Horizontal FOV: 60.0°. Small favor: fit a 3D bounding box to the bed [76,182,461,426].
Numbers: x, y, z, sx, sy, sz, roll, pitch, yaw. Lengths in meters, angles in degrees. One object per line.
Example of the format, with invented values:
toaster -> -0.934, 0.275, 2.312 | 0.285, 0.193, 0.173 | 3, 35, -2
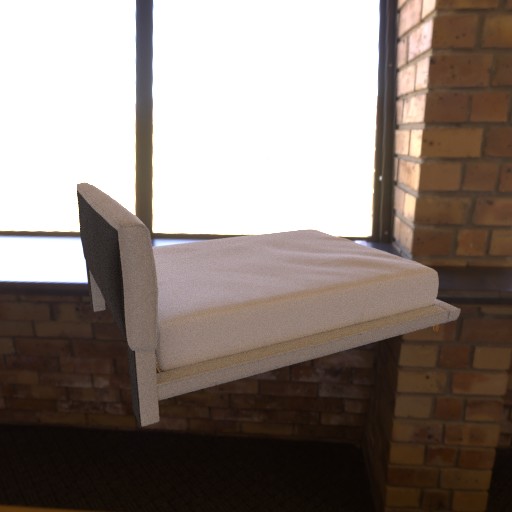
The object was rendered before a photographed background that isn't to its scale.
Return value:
bed -> 0.000, 0.000, 3.573 | 2.498, 1.126, 1.980 | -8, 18, -26
